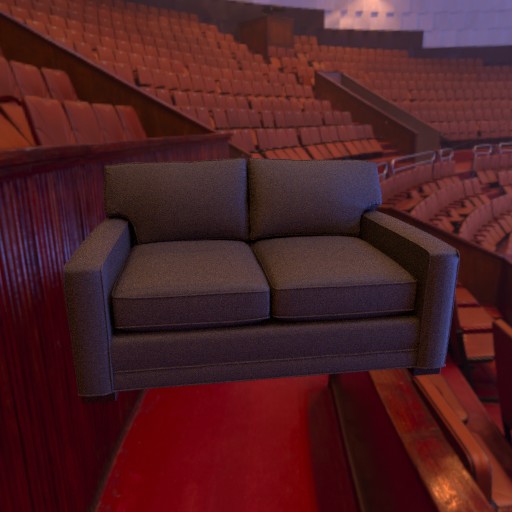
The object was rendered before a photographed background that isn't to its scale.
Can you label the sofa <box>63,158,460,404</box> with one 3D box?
[{"bbox_3d":[0.000,0.000,2.152,1.534,0.887,0.974,-2,17,-8],"label":"sofa"}]
